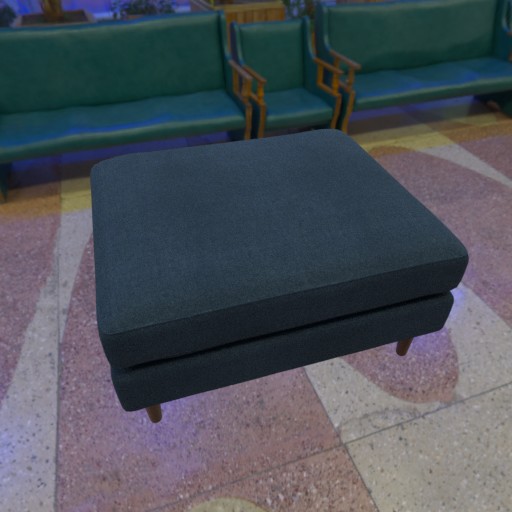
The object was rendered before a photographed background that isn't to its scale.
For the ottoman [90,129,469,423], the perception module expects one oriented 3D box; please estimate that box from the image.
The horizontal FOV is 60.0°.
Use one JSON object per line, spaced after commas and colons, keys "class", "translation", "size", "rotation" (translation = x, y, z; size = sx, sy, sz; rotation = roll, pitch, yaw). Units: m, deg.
{"class": "ottoman", "translation": [0.000, 0.000, 1.255], "size": [0.821, 0.474, 0.693], "rotation": [-11, 42, -13]}
